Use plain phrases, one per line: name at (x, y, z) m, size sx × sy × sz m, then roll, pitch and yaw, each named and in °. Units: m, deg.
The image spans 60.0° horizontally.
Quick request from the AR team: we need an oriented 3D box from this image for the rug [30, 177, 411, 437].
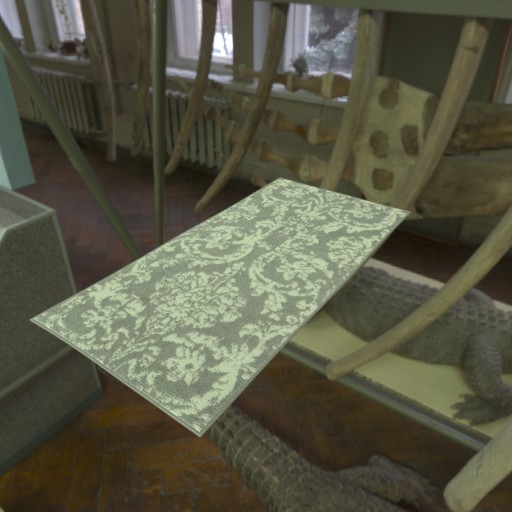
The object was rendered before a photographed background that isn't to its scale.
rug at (0.000, 0.000, 1.439) m, size 0.604 × 0.007 × 1.219 m, roll 21°, pitch 38°, yaw 30°
